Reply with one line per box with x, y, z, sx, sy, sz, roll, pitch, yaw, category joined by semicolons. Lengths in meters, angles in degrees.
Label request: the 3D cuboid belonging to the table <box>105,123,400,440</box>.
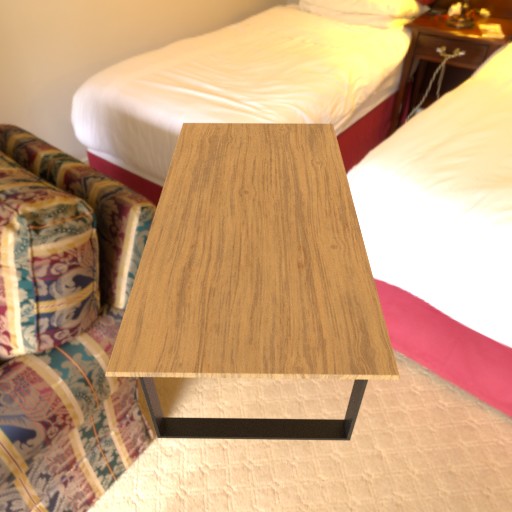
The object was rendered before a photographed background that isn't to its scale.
0.000;0.000;1.677;0.693;0.445;1.331;0;42;1;table
